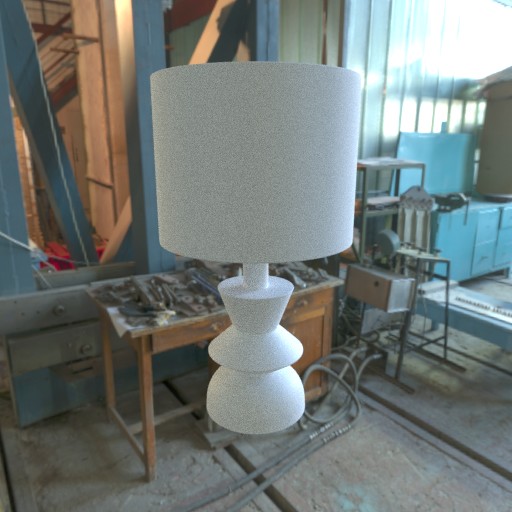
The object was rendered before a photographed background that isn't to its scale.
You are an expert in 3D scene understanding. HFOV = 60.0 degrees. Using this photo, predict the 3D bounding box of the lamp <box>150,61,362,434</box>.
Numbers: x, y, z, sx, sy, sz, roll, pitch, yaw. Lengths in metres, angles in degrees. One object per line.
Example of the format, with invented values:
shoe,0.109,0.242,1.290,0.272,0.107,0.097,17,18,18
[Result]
lamp,0.000,0.000,0.713,0.301,0.533,0.301,3,15,10
